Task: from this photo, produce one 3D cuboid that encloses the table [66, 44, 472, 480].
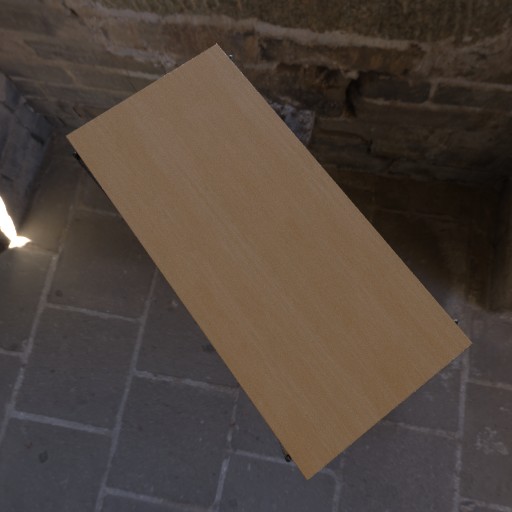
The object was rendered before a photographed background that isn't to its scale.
[{"bbox_3d":[0.000,0.000,2.287,0.900,0.758,1.800,-36,78,-9],"label":"table"}]
